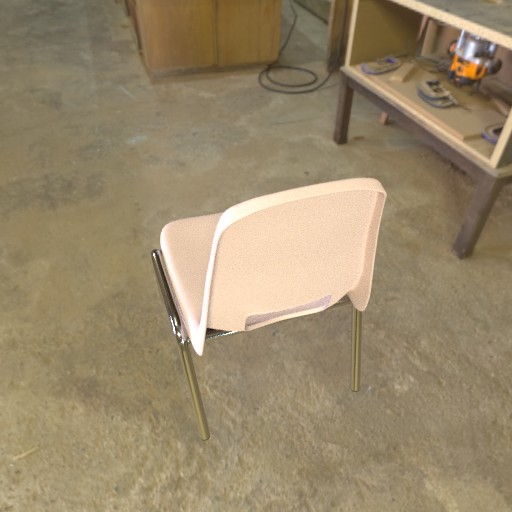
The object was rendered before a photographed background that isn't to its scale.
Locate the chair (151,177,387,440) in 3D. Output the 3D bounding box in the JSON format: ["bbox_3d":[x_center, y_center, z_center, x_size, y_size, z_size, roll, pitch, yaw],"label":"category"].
[{"bbox_3d":[0.000,0.000,0.789,0.354,0.537,0.385,-13,45,-13],"label":"chair"}]
